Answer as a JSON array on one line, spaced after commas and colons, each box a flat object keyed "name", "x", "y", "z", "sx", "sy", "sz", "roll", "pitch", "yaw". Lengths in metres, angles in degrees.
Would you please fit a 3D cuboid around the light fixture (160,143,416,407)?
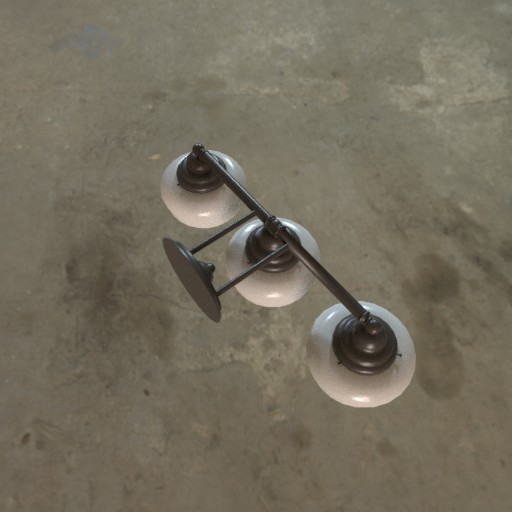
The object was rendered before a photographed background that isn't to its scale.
[{"name": "light fixture", "x": 0.000, "y": 0.000, "z": 0.715, "sx": 0.239, "sy": 0.242, "sz": 0.587, "roll": -33, "pitch": 64, "yaw": -19}]
